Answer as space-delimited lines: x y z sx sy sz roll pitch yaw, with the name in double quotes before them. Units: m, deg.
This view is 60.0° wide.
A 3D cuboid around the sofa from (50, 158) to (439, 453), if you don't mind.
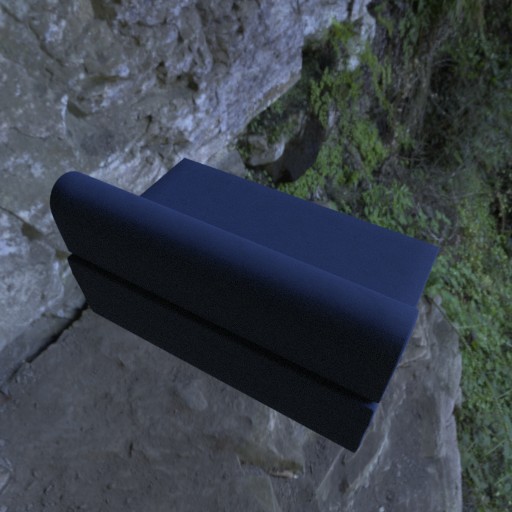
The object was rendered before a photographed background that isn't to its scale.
"sofa" 0.000 0.000 1.688 1.219 0.660 0.762 23 51 20
